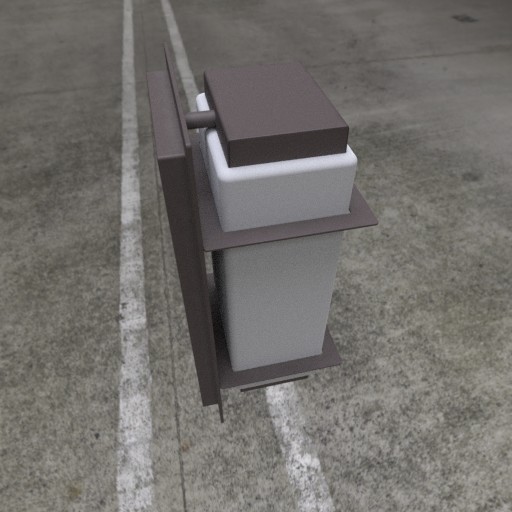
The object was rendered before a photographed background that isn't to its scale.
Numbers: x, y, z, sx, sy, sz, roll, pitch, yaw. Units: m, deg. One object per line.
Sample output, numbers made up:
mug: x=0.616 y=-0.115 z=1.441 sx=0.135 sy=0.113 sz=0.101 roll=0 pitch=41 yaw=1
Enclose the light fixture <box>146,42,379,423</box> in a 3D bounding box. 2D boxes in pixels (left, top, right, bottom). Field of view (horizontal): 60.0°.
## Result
light fixture: x=0.000 y=0.000 z=0.423 sx=0.146 sy=0.347 sz=0.153 roll=-9 pitch=46 yaw=-9
